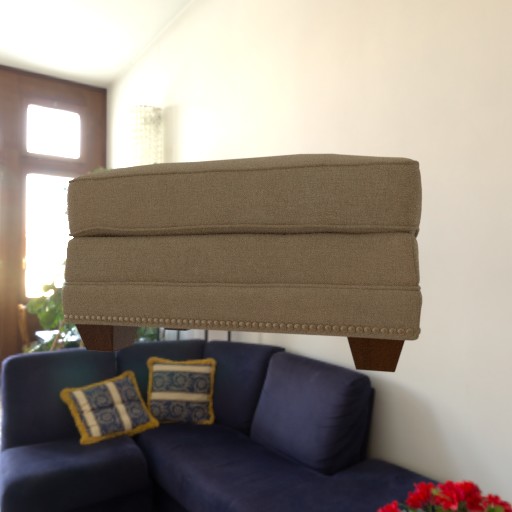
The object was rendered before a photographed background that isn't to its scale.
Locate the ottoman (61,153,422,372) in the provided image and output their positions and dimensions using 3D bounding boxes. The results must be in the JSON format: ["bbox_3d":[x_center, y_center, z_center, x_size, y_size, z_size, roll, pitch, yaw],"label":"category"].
[{"bbox_3d":[0.000,0.000,1.167,0.813,0.458,0.559,0,-2,19],"label":"ottoman"}]
